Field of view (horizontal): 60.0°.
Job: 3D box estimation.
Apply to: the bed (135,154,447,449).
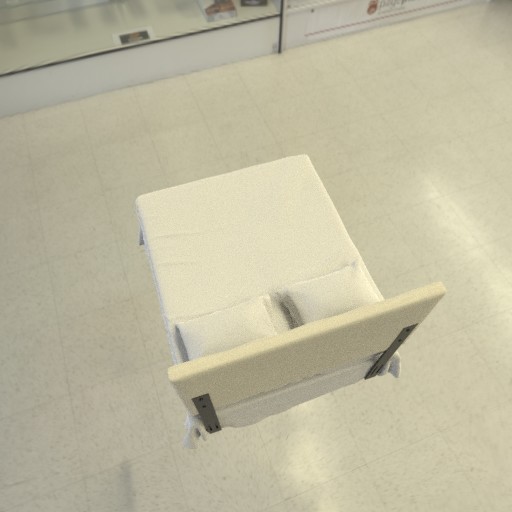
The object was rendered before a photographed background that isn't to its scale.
[{"bbox_3d":[0.000,0.000,3.553,1.936,1.577,2.222,-16,60,-9],"label":"bed"}]
